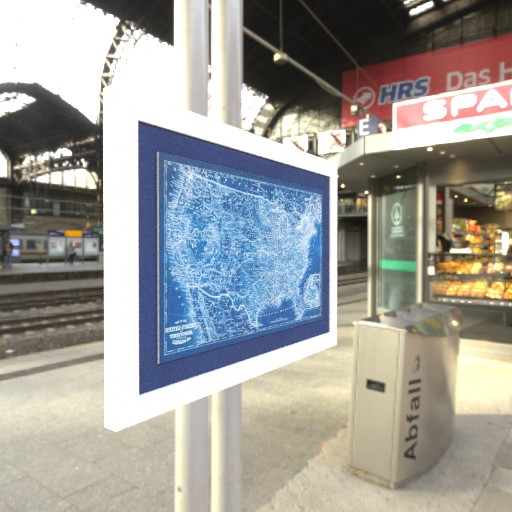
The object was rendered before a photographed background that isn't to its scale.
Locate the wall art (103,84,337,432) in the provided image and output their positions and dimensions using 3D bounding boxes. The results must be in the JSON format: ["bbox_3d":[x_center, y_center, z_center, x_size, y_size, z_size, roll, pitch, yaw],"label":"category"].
[{"bbox_3d":[0.000,0.000,1.693,0.051,0.902,1.308,1,1,36],"label":"wall art"}]
